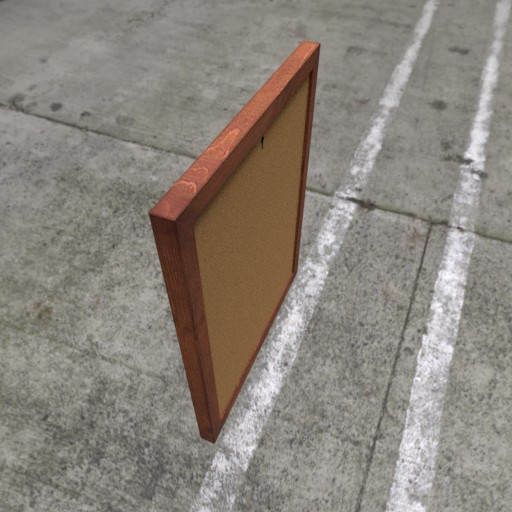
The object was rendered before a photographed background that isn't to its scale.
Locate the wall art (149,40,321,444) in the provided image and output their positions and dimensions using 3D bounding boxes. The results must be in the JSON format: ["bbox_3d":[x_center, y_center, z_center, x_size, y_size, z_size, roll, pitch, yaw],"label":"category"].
[{"bbox_3d":[0.000,0.000,0.771,0.030,0.558,0.462,17,49,16],"label":"wall art"}]
